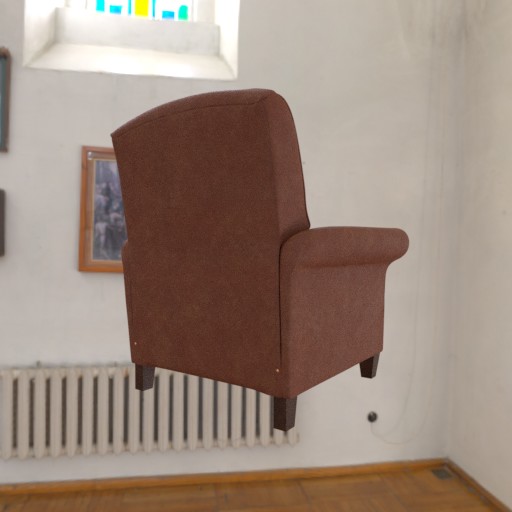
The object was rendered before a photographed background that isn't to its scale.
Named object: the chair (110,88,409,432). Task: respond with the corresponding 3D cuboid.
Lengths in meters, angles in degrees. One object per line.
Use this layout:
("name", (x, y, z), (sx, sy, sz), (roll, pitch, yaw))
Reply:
("chair", (0.000, 0.000, 1.820), (0.978, 1.061, 0.902), (0, 1, 36))
